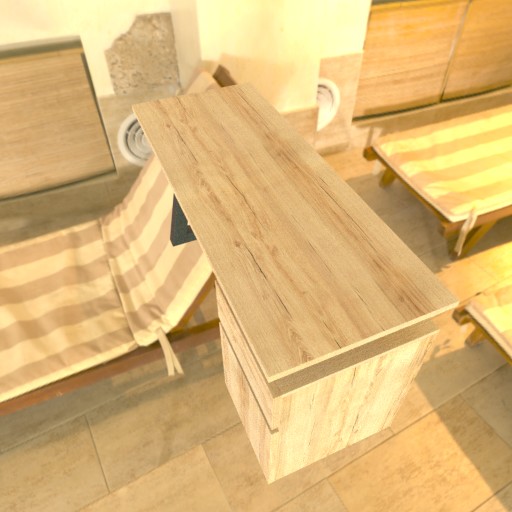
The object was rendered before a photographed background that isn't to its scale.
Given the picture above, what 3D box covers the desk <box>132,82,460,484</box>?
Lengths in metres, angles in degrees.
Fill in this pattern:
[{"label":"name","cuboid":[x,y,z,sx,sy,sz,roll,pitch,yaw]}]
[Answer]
[{"label":"desk","cuboid":[0.000,0.000,1.800,0.550,0.760,1.400,-17,48,-16]}]
